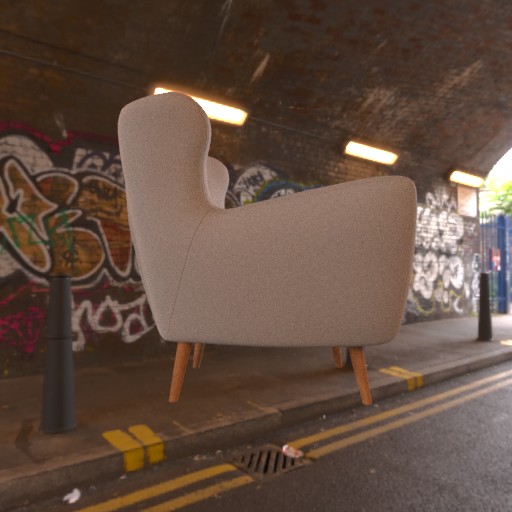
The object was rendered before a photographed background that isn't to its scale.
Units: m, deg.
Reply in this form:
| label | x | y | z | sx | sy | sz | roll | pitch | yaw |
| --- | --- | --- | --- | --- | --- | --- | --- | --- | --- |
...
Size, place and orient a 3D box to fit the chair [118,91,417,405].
| label | x | y | z | sx | sy | sz | roll | pitch | yaw |
| --- | --- | --- | --- | --- | --- | --- | --- | --- | --- |
| chair | 0.000 | 0.000 | 1.572 | 0.889 | 0.889 | 0.890 | 0 | -2 | 1 |
